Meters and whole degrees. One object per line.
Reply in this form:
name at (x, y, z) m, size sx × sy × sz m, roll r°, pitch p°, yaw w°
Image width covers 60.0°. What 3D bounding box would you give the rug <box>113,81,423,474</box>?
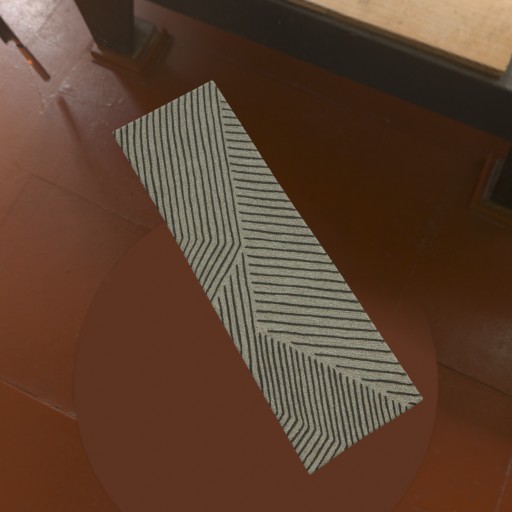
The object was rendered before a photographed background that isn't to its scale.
rug at (0.000, 0.000, 2.740) m, size 0.773 × 0.020 × 2.439 m, roll -30°, pitch 78°, yaw -7°
